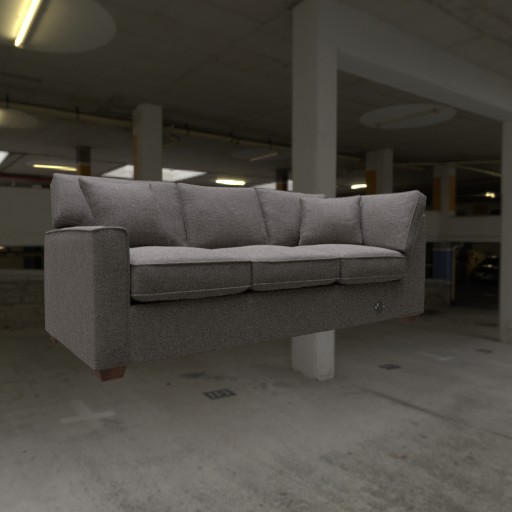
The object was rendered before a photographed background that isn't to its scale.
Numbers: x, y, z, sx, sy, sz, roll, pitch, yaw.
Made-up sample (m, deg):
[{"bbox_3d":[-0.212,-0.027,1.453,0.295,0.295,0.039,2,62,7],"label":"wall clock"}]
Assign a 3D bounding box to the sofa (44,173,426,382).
[{"bbox_3d":[0.000,0.000,2.835,2.317,0.962,1.061,-2,3,-36],"label":"sofa"}]
